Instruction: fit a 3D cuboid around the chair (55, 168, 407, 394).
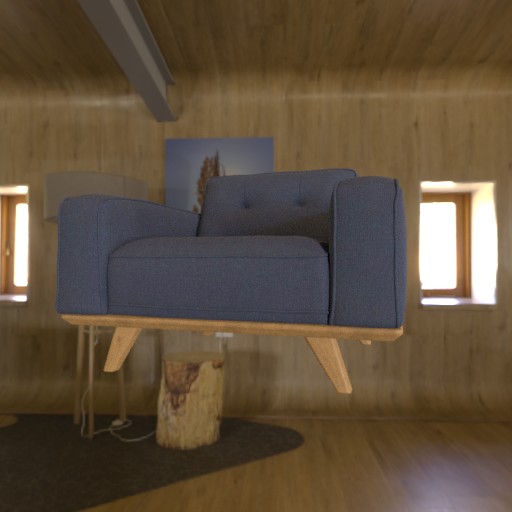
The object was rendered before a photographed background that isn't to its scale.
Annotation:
[{"bbox_3d":[0.000,0.000,1.739,1.118,0.783,0.953,0,-1,18],"label":"chair"}]
